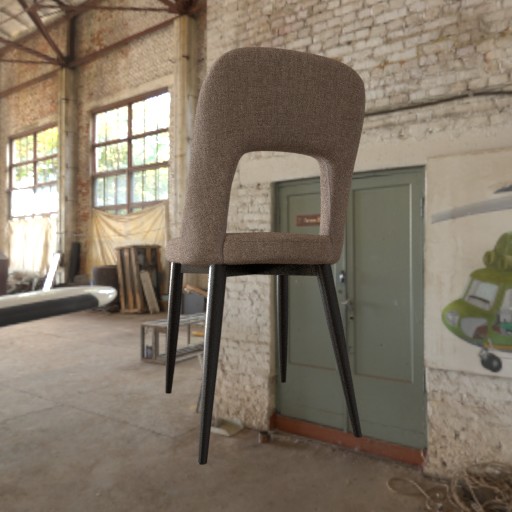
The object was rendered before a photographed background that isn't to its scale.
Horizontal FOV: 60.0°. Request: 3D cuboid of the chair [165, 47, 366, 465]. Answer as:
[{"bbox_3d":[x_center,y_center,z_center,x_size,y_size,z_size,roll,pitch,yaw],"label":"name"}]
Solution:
[{"bbox_3d":[0.000,0.000,1.274,0.470,0.931,0.612,0,0,-19],"label":"chair"}]
